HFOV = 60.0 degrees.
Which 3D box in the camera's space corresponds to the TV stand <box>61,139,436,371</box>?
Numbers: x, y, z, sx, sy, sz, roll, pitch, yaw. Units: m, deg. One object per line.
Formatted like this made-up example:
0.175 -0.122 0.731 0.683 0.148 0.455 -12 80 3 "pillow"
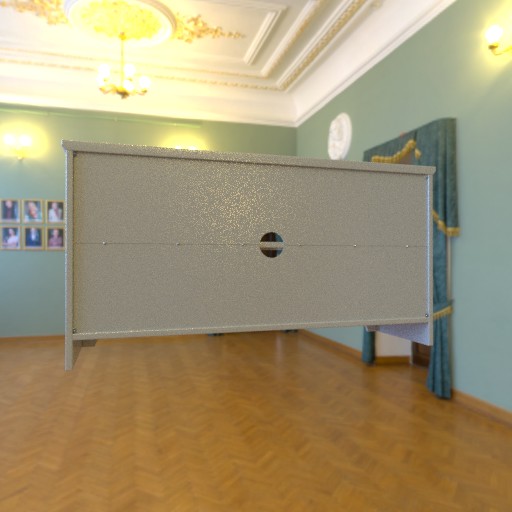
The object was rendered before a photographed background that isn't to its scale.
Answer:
0.000 0.000 1.490 1.167 0.603 0.344 0 0 -17 "TV stand"
